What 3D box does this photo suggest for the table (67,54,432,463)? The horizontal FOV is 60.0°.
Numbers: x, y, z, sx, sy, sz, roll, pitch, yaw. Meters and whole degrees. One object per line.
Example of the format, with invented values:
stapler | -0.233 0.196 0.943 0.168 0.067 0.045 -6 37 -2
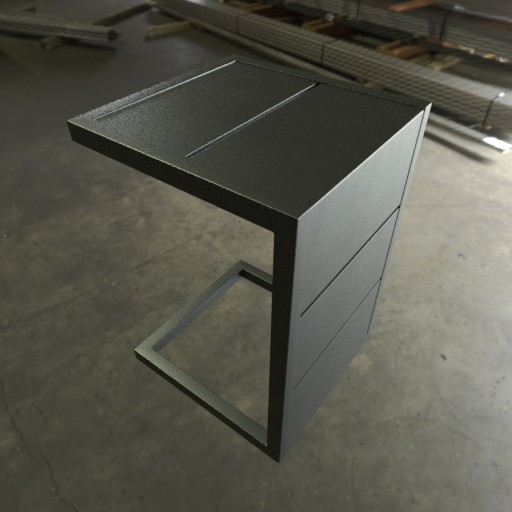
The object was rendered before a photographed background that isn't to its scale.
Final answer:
table | 0.000 0.000 0.901 0.420 0.609 0.405 26 48 27
